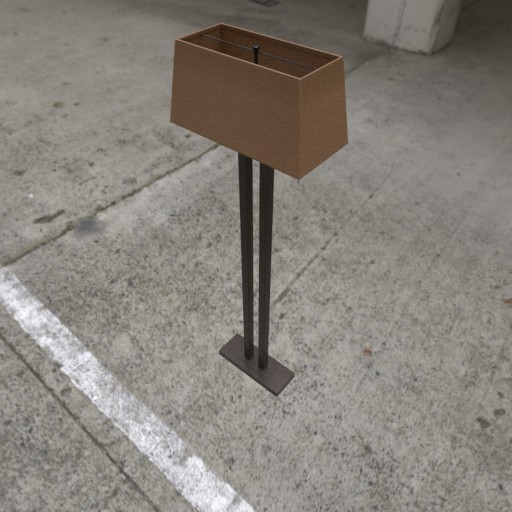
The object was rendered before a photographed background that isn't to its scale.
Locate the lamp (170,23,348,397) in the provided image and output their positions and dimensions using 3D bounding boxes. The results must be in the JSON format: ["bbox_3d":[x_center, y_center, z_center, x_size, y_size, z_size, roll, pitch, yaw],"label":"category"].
[{"bbox_3d":[0.000,0.000,1.624,0.475,1.469,0.233,30,52,27],"label":"lamp"}]
